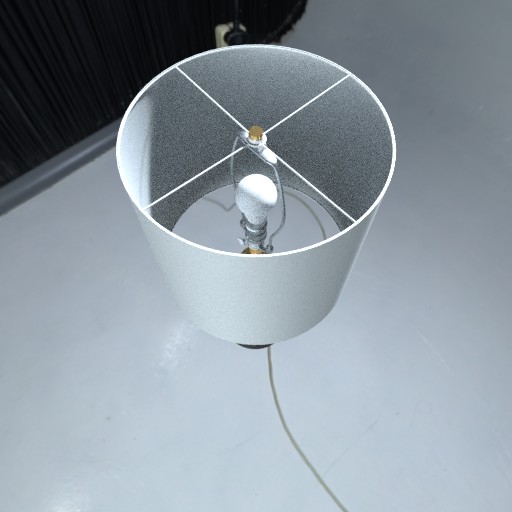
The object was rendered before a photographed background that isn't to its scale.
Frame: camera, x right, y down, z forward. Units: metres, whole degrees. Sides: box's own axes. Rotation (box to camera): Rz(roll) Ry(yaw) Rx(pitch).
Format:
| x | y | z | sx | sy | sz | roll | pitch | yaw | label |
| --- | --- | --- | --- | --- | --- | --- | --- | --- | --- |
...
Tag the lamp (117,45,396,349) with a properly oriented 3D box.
| x | y | z | sx | sy | sz | roll | pitch | yaw | label |
| --- | --- | --- | --- | --- | --- | --- | --- | --- | --- |
| 0.000 | 0.000 | 0.744 | 0.308 | 0.580 | 0.308 | -37 | 68 | -18 | lamp |
